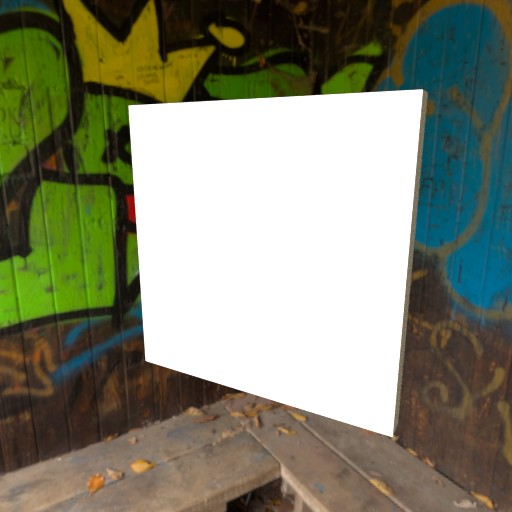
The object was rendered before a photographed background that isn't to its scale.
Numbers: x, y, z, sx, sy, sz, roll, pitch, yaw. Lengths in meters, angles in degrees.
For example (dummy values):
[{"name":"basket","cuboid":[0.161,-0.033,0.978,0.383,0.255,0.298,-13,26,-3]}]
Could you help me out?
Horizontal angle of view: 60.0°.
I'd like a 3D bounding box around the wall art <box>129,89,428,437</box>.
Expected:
[{"name":"wall art","cuboid":[0.000,0.000,0.532,0.355,0.355,0.027,8,16,28]}]
